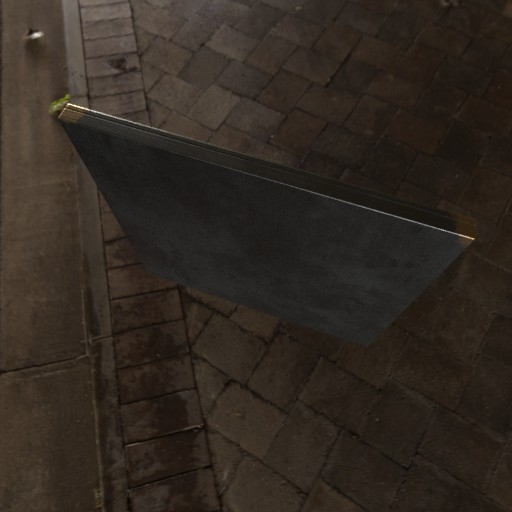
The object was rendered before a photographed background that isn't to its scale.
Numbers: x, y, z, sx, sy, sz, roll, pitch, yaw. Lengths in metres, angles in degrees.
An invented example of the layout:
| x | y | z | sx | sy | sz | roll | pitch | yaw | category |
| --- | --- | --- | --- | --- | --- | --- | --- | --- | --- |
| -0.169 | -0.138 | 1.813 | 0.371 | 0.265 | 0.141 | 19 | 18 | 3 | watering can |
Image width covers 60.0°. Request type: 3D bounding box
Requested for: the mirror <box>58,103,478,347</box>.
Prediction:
| x | y | z | sx | sy | sz | roll | pitch | yaw | category |
| --- | --- | --- | --- | --- | --- | --- | --- | --- | --- |
| 0.000 | 0.000 | 0.560 | 0.382 | 0.381 | 0.020 | 18 | 67 | 8 | mirror |
